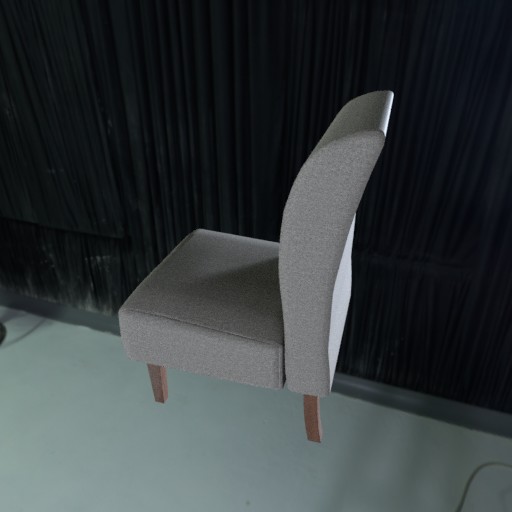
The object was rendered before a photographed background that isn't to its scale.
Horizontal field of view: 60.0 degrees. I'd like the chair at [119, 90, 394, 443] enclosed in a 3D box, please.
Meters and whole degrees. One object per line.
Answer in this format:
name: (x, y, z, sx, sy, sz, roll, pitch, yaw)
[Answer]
chair: (0.000, 0.000, 1.186, 0.592, 0.804, 0.513, 8, 30, 14)
